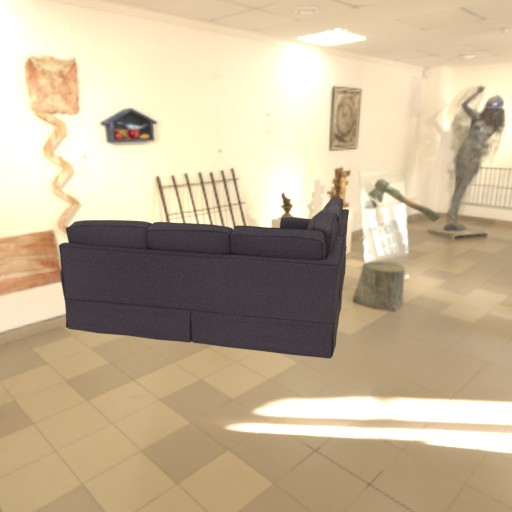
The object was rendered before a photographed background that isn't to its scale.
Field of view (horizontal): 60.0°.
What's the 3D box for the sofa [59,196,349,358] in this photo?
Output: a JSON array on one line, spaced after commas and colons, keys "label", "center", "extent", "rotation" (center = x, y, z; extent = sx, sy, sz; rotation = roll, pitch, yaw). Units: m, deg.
[{"label": "sofa", "center": [0.000, 0.000, 5.088], "extent": [2.874, 1.169, 3.773], "rotation": [15, 22, 42]}]
